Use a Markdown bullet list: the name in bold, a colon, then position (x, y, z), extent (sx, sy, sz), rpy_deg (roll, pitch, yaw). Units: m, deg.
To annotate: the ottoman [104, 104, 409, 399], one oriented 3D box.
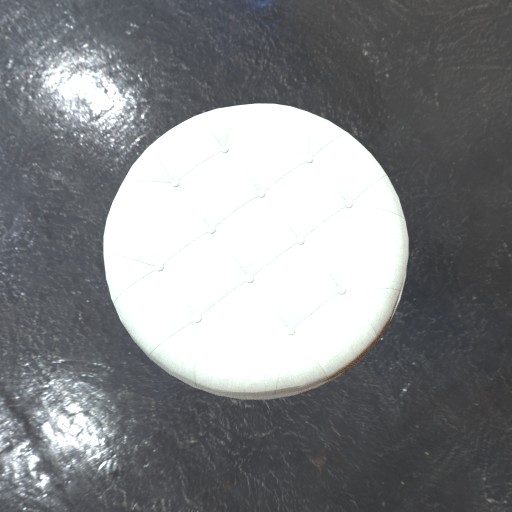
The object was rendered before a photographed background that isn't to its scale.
- **ottoman**: position (0.000, 0.000, 1.404), extent (0.850, 0.483, 0.850), rpy_deg (0, 75, 0)
